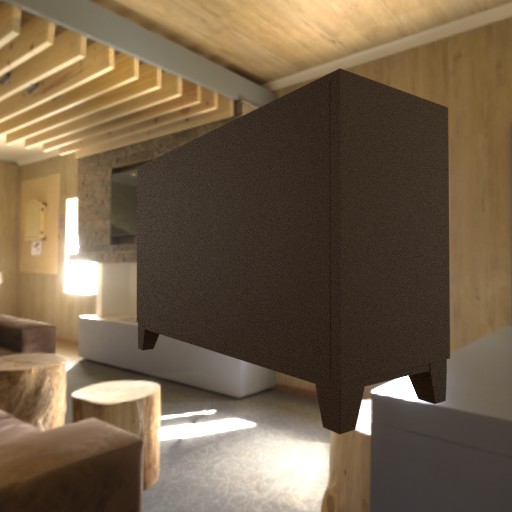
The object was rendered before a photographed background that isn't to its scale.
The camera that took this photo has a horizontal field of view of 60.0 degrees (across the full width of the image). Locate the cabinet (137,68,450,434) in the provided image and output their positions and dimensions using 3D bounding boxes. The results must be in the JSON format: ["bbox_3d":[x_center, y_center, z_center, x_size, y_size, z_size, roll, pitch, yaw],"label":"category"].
[{"bbox_3d":[0.000,0.000,1.807,0.482,0.914,1.396,1,-1,-35],"label":"cabinet"}]
